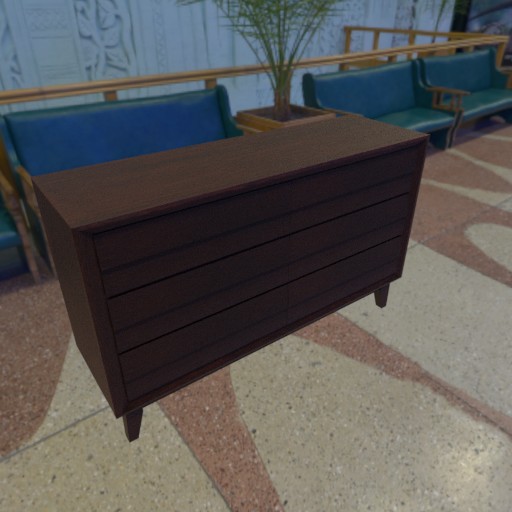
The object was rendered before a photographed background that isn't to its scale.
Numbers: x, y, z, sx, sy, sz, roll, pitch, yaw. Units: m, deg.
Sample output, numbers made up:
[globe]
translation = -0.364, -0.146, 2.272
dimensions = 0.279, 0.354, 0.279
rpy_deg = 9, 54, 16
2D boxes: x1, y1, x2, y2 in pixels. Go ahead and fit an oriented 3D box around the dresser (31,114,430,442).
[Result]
[dresser]
translation = 0.000, 0.000, 2.045
dimensions = 1.609, 0.971, 0.499
rpy_deg = -20, 36, -30
